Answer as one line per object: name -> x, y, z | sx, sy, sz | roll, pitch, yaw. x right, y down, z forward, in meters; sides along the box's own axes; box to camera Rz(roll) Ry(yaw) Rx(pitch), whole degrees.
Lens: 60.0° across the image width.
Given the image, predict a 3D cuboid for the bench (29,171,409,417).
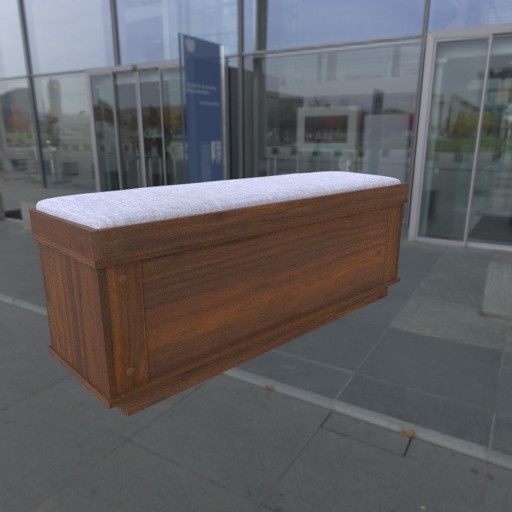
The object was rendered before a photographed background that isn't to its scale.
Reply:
bench -> 0.000, 0.000, 1.403 | 1.196, 0.468, 0.367 | -14, 21, -42
